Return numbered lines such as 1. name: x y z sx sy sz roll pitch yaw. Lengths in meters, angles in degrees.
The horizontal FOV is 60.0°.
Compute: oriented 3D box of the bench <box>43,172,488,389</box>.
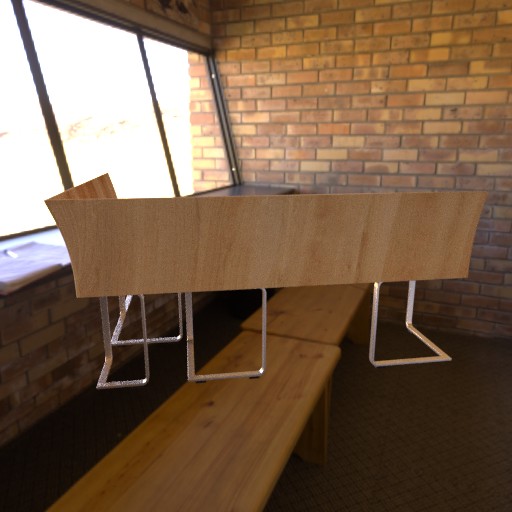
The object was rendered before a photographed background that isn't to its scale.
1. bench: 0.000 0.000 2.737 1.945 0.930 1.495 -2 15 -9
